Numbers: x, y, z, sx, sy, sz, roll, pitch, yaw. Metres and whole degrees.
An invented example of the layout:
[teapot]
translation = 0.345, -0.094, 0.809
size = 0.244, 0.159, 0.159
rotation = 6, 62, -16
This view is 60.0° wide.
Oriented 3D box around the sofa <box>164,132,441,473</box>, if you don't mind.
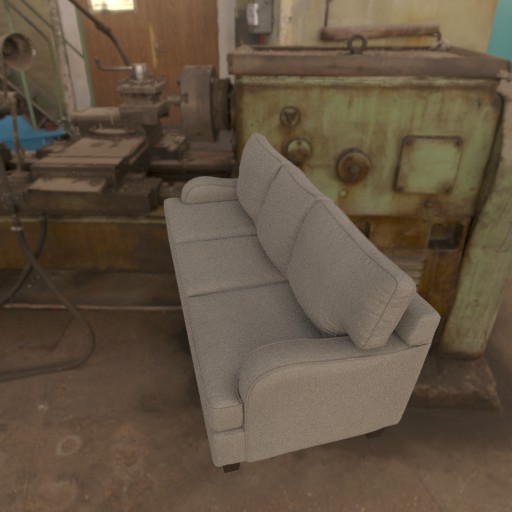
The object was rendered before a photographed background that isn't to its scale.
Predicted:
[sofa]
translation = 0.000, 0.000, 2.833
size = 1.016, 0.991, 2.323
rotation = -7, 31, -13
